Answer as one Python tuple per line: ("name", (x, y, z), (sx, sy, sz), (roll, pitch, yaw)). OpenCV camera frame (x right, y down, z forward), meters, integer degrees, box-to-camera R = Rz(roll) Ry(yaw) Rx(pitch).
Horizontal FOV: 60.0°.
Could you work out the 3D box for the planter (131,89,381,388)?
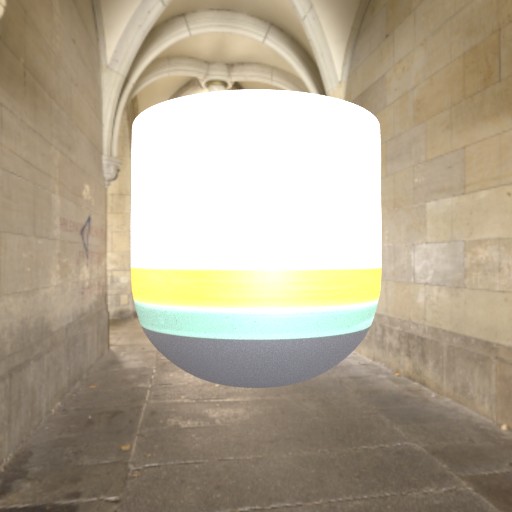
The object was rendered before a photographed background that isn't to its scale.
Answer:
("planter", (0.000, 0.000, 0.493), (0.268, 0.270, 0.268), (0, -1, 0))
